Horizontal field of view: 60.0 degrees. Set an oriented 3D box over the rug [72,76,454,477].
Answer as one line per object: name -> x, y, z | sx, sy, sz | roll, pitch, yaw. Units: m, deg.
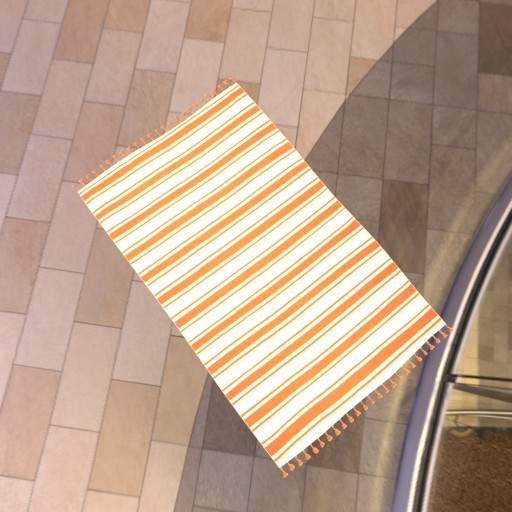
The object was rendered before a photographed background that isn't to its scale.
rug -> 0.000, 0.000, 2.595 | 1.232, 0.017, 2.092 | -37, 79, -8
